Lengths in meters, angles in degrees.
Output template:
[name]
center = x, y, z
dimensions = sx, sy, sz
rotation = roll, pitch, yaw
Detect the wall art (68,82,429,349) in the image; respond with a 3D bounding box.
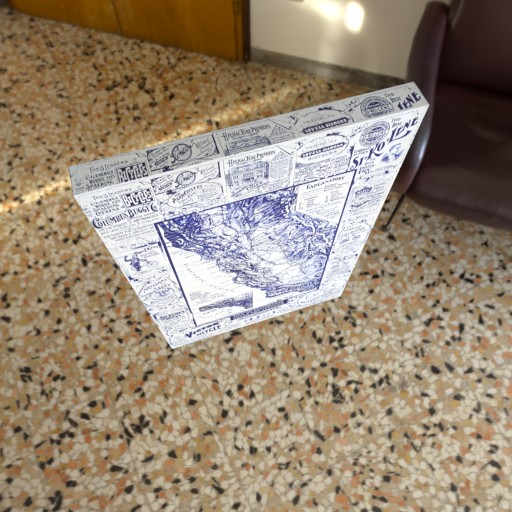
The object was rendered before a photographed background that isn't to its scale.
[wall art]
center = 0.000, 0.000, 0.759
dimensions = 0.408, 0.601, 0.040
rotation = -16, 64, -8
